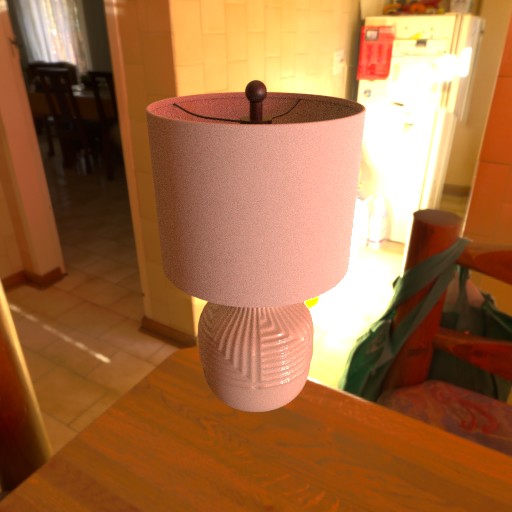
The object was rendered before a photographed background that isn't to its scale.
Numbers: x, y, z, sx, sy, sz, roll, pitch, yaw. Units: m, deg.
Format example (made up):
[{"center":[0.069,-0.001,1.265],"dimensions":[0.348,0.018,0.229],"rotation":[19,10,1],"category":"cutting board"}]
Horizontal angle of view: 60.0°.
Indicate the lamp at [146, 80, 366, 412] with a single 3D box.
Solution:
[{"center":[0.000,0.000,0.765],"dimensions":[0.318,0.567,0.318],"rotation":[0,27,0],"category":"lamp"}]
